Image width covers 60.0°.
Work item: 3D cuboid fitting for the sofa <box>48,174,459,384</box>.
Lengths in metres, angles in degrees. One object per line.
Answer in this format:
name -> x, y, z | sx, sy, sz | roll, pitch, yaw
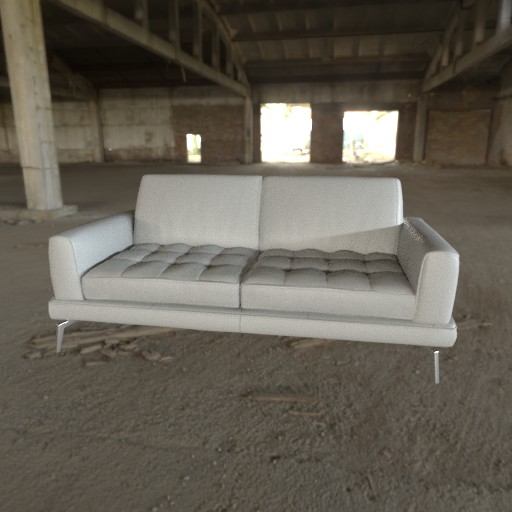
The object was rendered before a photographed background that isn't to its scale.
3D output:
sofa -> 0.000, 0.000, 2.725 | 2.177, 0.930, 1.121 | 3, 15, 10
